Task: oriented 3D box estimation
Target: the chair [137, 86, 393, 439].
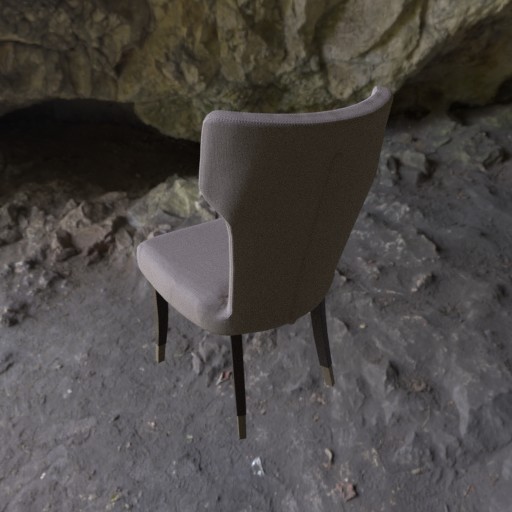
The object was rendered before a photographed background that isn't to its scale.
[{"bbox_3d":[0.000,0.000,1.310,0.526,0.955,0.630,-19,35,-30],"label":"chair"}]
